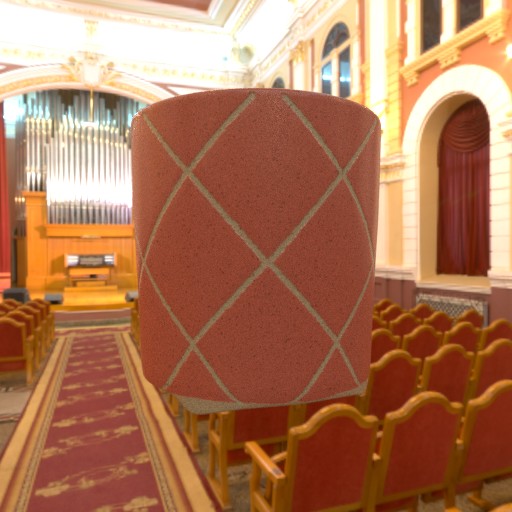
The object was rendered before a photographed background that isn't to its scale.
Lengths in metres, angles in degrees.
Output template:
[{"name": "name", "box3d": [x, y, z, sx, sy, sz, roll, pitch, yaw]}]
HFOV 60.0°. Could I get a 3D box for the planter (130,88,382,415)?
[{"name": "planter", "box3d": [0.000, 0.000, 0.418, 0.227, 0.235, 0.227, 0, 0, 0]}]
